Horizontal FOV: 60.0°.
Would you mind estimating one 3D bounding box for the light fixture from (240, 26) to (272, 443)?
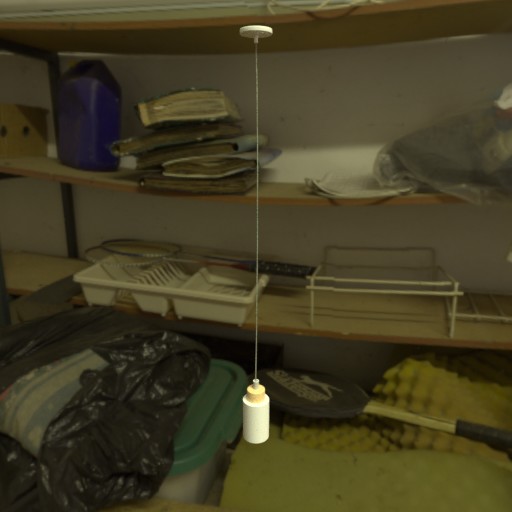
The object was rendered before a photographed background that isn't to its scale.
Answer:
[{"bbox_3d":[0.000,0.000,1.930,0.125,1.798,0.125,-2,15,-8],"label":"light fixture"}]
